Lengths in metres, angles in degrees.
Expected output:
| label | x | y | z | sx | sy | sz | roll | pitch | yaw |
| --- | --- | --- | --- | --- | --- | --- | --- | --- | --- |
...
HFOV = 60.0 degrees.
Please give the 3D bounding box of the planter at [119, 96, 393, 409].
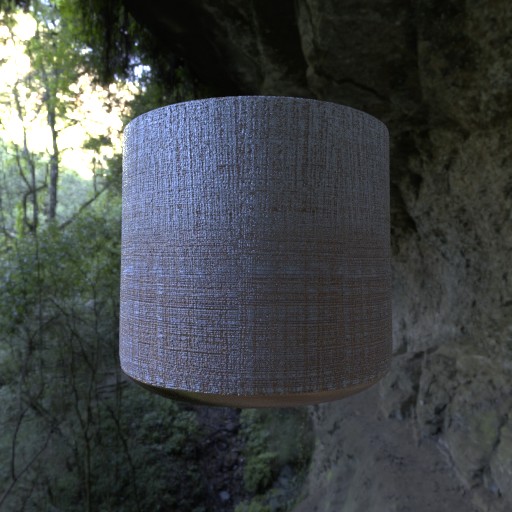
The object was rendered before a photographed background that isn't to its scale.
| label | x | y | z | sx | sy | sz | roll | pitch | yaw |
| --- | --- | --- | --- | --- | --- | --- | --- | --- | --- |
| planter | 0.000 | 0.000 | 0.185 | 0.109 | 0.096 | 0.109 | 0 | -1 | 0 |
